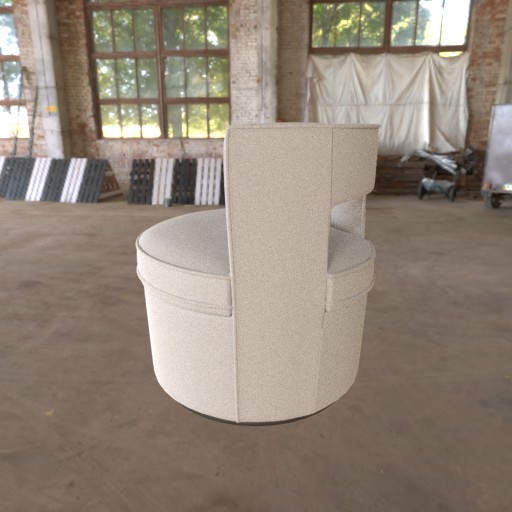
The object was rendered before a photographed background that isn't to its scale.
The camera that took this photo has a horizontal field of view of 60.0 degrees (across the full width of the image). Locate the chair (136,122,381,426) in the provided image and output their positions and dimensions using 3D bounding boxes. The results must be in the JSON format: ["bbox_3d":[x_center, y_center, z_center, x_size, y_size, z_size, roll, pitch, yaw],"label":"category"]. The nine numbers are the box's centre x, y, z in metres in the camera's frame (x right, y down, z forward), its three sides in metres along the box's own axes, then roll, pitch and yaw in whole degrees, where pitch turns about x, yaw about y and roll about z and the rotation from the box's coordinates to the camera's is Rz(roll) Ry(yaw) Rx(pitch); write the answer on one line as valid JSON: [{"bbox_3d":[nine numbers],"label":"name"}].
[{"bbox_3d":[0.000,0.000,1.260,0.665,0.723,0.650,8,18,26],"label":"chair"}]
